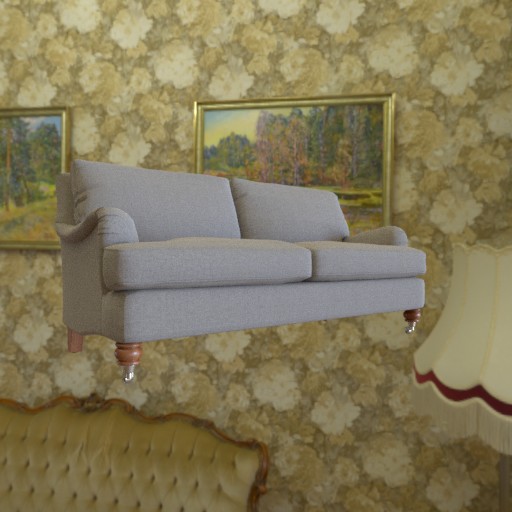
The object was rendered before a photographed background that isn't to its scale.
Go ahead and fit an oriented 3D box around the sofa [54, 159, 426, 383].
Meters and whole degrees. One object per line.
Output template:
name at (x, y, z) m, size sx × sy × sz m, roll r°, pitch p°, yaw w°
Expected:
sofa at (0.000, 0.000, 2.741) m, size 2.160 × 1.054 × 1.087 m, roll 0°, pitch 0°, yaw -37°
